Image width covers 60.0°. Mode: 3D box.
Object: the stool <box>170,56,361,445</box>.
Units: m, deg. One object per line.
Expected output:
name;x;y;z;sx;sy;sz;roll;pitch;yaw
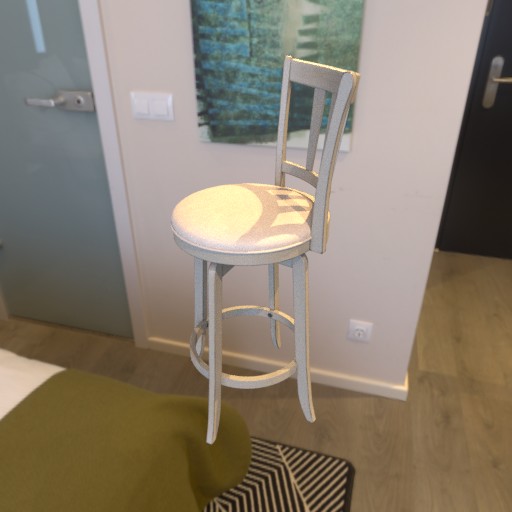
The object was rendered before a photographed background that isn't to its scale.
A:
stool;0.000;0.000;1.306;0.475;1.042;0.436;-7;29;-13
